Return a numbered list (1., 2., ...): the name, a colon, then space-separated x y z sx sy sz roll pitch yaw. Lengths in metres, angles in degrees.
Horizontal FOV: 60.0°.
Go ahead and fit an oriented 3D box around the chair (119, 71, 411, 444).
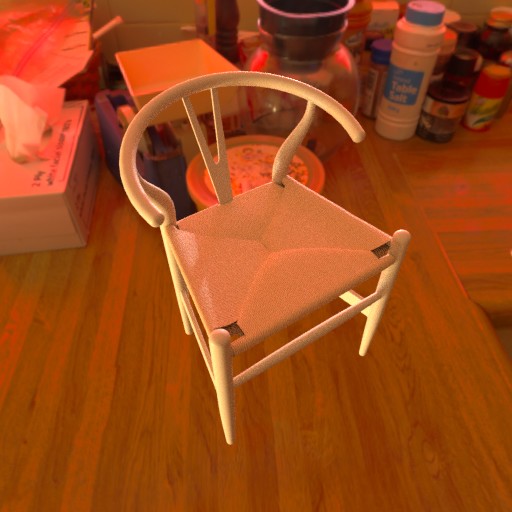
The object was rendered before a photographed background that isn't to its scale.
1. chair: 0.000 0.000 1.119 0.533 0.736 0.500 -26 52 -22
